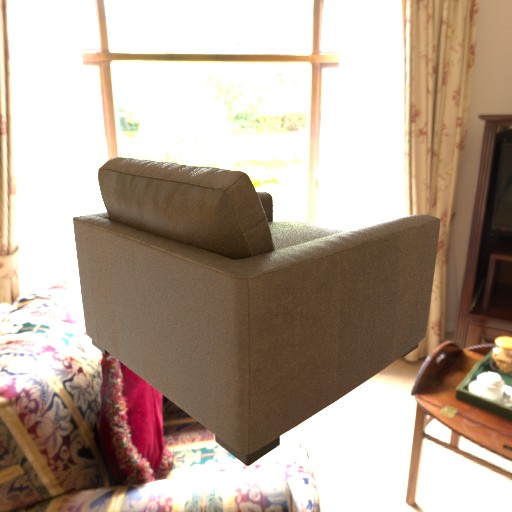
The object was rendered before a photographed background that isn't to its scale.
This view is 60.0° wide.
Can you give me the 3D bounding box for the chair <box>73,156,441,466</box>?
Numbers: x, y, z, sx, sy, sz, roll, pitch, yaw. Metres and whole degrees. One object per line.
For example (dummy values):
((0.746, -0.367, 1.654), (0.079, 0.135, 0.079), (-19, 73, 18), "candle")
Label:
((0.000, 0.000, 1.824), (1.080, 0.807, 1.106), (-15, 22, -41), "chair")
